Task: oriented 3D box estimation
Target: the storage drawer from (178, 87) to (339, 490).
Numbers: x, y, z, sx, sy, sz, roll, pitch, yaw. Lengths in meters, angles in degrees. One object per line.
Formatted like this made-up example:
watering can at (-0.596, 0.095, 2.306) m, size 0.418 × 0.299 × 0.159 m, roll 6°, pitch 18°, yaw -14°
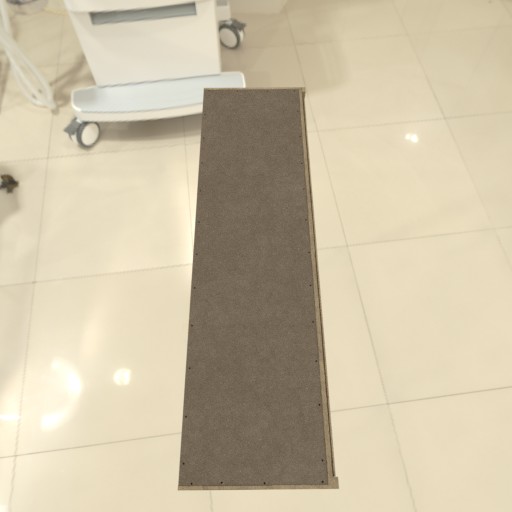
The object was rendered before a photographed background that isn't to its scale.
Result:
storage drawer at (0.000, 0.000, 2.222) m, size 0.591 × 0.274 × 2.072 m, roll 0°, pitch 62°, yaw 0°
